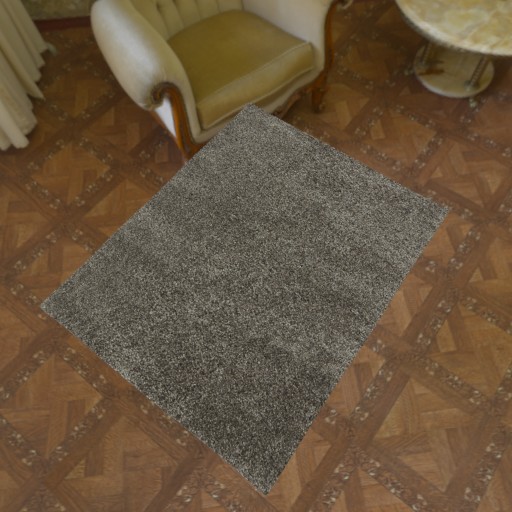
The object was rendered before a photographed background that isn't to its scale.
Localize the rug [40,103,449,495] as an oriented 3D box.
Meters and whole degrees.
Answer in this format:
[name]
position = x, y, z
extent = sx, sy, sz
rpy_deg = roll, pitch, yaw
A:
[rug]
position = 0.000, 0.000, 4.024
extent = 2.401, 0.025, 3.000
rpy_deg = 33, 67, 16
